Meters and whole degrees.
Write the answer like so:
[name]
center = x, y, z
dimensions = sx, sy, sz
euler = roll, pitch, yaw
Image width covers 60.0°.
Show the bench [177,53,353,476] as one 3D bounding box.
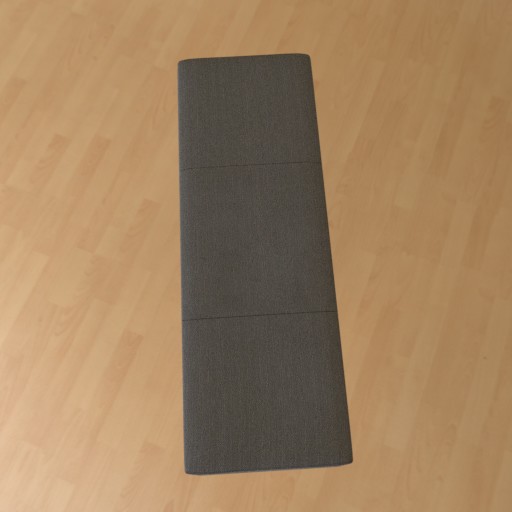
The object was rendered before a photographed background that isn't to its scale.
[bench]
center = 0.000, 0.000, 1.486
dimensions = 0.446, 0.438, 1.269
euler = -3, 75, -1
